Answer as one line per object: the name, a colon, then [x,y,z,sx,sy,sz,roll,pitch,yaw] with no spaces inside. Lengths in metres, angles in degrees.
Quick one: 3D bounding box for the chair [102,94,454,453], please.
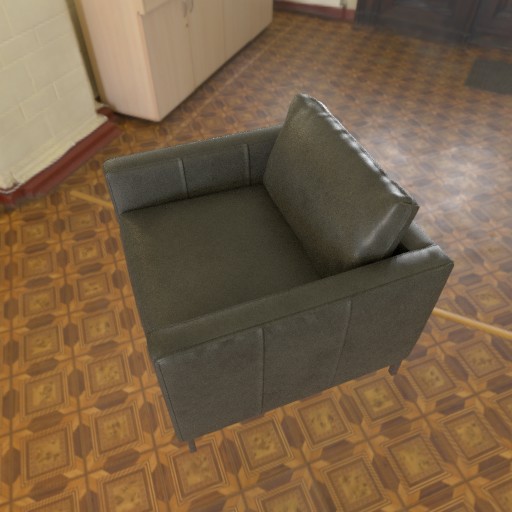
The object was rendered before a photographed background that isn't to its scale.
chair: [0.000,0.000,1.506,0.861,0.824,0.967,-16,48,-14]
